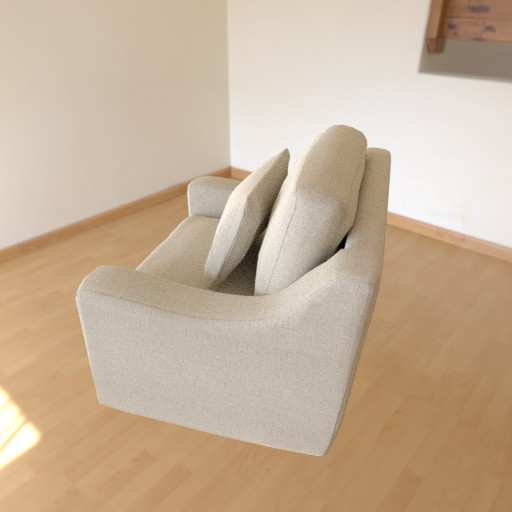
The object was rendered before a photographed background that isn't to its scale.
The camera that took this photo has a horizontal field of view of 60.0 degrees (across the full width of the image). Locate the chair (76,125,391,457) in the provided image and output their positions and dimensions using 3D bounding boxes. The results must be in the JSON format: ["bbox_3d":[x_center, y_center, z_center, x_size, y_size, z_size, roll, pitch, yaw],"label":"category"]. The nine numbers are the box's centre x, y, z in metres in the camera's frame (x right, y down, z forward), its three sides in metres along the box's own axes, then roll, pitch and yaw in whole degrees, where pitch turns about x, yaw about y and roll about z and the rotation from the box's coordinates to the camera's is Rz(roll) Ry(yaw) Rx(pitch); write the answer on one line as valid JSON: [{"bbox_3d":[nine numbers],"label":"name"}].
[{"bbox_3d":[0.000,0.000,1.913,1.009,1.016,1.178,8,32,14],"label":"chair"}]
